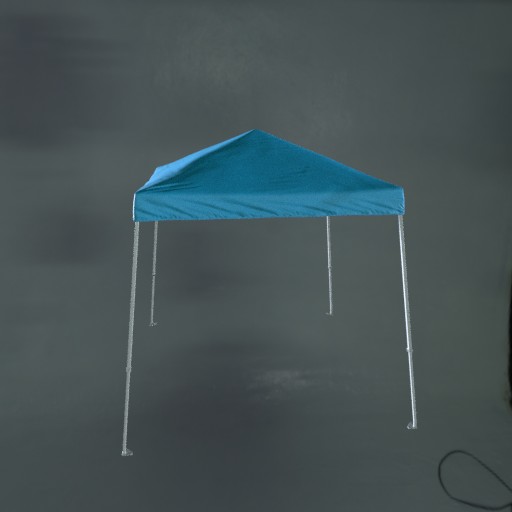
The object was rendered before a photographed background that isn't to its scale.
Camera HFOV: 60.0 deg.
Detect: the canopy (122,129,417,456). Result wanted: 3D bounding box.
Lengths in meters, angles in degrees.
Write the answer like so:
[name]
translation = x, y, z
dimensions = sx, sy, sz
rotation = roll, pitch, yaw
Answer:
[canopy]
translation = 0.000, 0.000, 5.169
dimensions = 2.849, 2.849, 2.848
rotation = -2, 17, -7
